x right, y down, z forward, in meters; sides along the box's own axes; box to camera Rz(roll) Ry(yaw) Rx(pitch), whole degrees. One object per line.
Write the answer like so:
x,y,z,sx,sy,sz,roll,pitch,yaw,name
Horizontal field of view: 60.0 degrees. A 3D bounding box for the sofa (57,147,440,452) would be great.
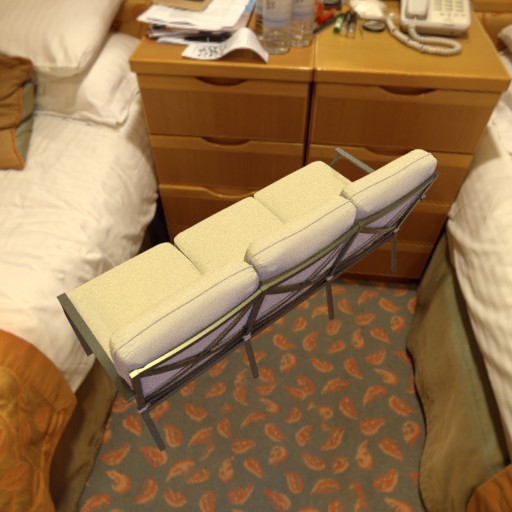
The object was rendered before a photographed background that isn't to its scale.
0.000,0.000,2.197,1.740,0.860,0.787,-32,55,-26,sofa
